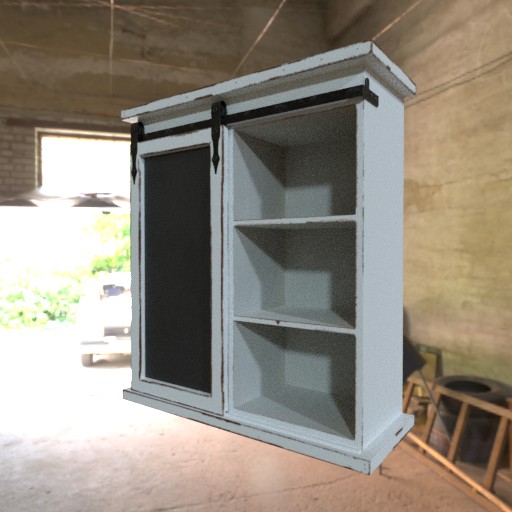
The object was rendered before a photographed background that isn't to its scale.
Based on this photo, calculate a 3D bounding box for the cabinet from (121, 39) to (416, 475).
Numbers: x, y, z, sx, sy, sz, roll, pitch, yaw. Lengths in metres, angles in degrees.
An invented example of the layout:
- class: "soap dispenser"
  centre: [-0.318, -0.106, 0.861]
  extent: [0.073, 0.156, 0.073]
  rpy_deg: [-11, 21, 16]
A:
- class: "cabinet"
  centre: [0.000, 0.000, 0.854]
  extent: [0.541, 0.603, 0.210]
  rpy_deg: [1, 1, 36]
